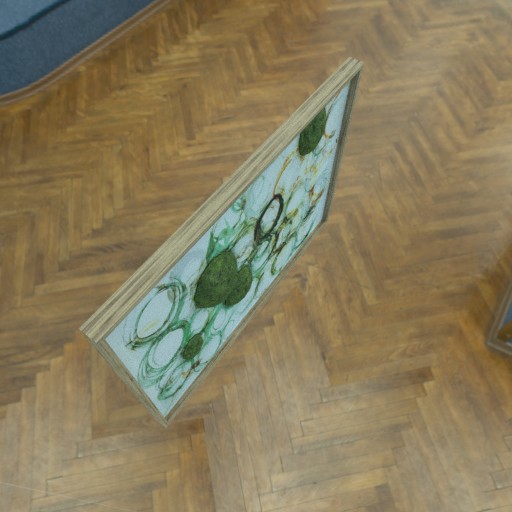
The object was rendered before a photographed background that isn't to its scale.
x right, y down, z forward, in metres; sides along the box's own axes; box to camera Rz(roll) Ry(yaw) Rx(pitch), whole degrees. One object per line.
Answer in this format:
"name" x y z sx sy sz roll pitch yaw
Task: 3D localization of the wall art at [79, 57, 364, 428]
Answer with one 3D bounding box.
"wall art" 0.000 0.000 1.103 0.063 0.609 0.841 31 63 18
